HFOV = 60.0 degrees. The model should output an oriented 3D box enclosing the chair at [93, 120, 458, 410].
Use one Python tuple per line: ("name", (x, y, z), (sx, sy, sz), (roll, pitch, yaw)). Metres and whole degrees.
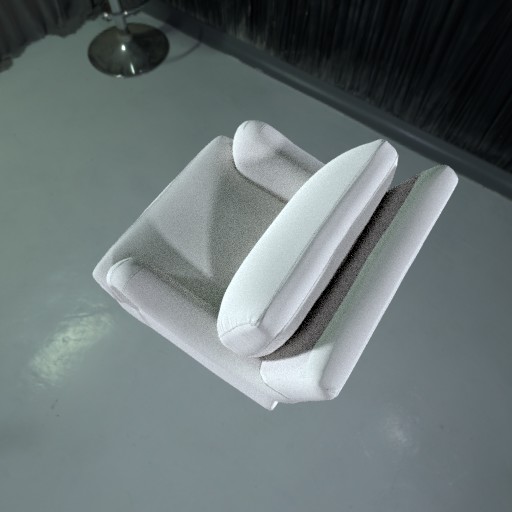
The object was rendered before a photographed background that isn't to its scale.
("chair", (0.000, 0.000, 1.849), (1.070, 1.038, 0.955), (31, 67, 15))
